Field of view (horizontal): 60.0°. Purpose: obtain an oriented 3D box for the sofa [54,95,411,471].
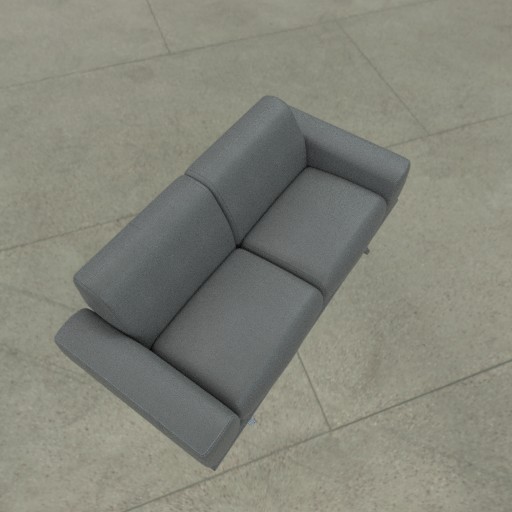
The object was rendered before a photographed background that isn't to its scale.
[{"bbox_3d":[0.000,0.000,2.341,0.900,0.772,1.901,30,62,18],"label":"sofa"}]
